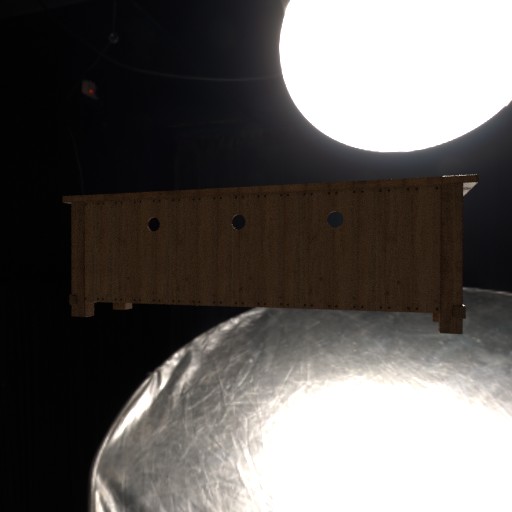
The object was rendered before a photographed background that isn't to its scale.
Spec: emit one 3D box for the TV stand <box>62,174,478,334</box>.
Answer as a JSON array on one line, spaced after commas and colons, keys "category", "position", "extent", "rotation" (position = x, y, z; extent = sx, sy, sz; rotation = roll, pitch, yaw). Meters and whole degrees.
[{"category": "TV stand", "position": [0.000, 0.000, 2.062], "extent": [1.804, 0.573, 0.453], "rotation": [0, -1, 18]}]
